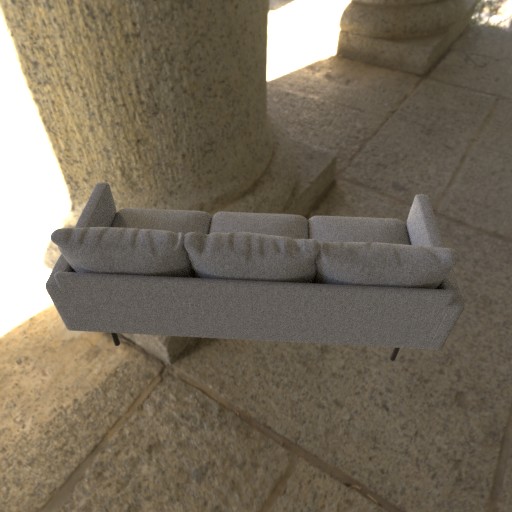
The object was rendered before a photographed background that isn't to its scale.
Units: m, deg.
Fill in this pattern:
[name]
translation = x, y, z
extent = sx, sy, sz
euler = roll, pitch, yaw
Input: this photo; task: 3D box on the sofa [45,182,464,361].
[sofa]
translation = 0.000, 0.000, 2.491
extent = 2.000, 0.830, 0.850
euler = 3, 46, 2
